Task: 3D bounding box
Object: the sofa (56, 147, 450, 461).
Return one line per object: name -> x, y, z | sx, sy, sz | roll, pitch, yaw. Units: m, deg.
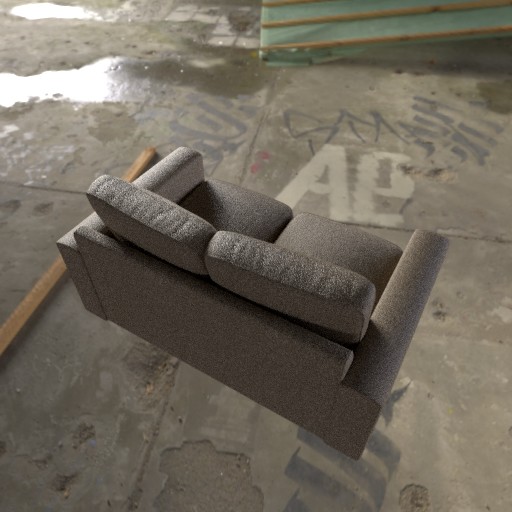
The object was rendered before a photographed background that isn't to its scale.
sofa -> 0.000, 0.000, 2.196 | 1.616, 0.873, 1.016 | 23, 50, 21
